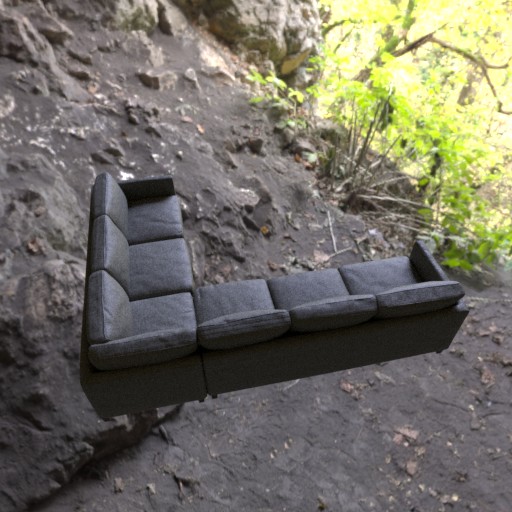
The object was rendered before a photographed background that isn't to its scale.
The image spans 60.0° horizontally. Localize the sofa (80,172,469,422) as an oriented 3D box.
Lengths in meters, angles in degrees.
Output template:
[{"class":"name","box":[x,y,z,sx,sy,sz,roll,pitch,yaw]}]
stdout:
[{"class":"sofa","box":[0.000,0.000,4.599,3.302,0.947,2.593,-9,47,-8]}]
